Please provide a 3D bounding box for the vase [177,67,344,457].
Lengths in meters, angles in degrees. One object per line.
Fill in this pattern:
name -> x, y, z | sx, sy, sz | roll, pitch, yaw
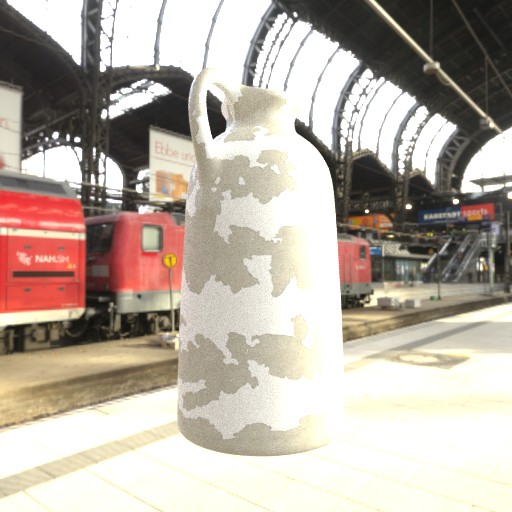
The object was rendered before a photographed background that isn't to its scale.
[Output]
vase -> 0.000, 0.000, 0.501 | 0.186, 0.382, 0.203 | -2, -2, 38
